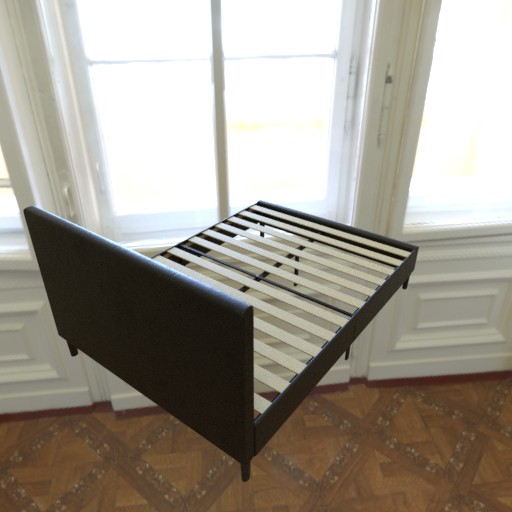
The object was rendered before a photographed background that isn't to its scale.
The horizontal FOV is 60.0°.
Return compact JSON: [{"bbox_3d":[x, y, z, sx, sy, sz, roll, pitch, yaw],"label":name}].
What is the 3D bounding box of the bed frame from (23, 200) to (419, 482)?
[{"bbox_3d":[0.000,0.000,3.210,1.634,1.127,2.318,21,36,32],"label":"bed frame"}]
